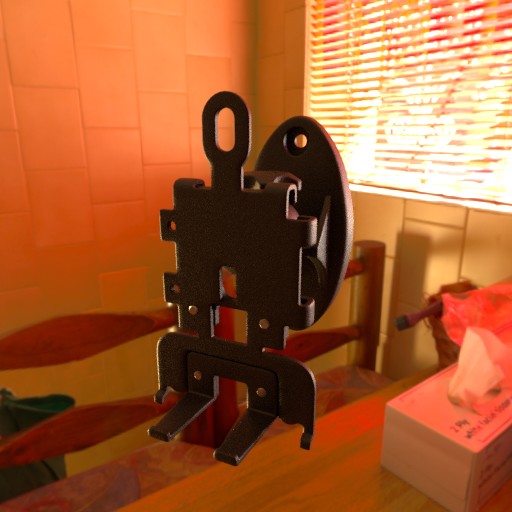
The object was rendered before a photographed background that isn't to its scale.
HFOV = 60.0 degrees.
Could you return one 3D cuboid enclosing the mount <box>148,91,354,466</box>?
[{"bbox_3d":[0.000,0.000,0.173,0.066,0.118,0.100,7,17,25],"label":"mount"}]
